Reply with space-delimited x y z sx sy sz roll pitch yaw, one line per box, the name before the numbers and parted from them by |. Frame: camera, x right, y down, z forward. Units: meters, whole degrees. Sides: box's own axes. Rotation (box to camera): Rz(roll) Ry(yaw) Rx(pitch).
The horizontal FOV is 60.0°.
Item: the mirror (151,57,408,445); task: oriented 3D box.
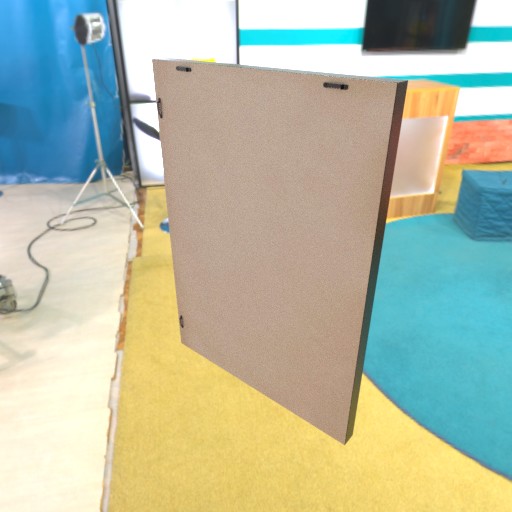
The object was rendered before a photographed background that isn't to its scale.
mirror | 0.000 0.000 0.903 0.507 0.710 0.039 22 36 34
